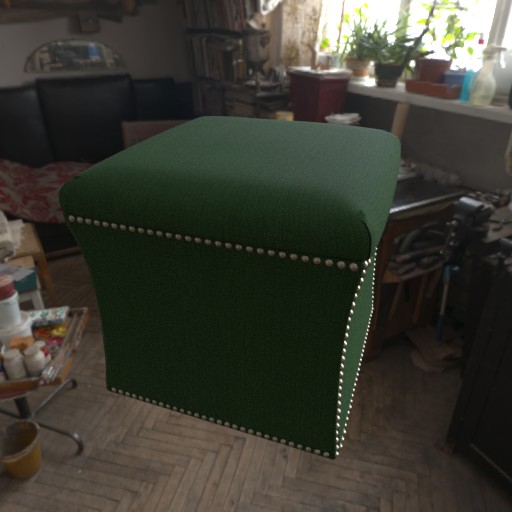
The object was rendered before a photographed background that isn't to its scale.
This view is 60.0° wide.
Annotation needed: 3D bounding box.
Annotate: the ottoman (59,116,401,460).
[{"bbox_3d":[0.000,0.000,0.901,0.497,0.475,0.507,10,31,17],"label":"ottoman"}]
